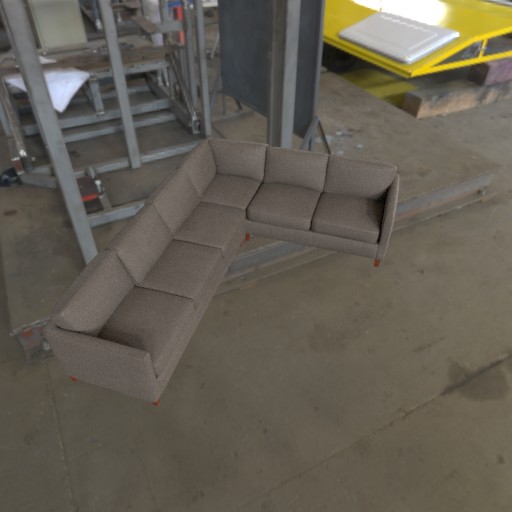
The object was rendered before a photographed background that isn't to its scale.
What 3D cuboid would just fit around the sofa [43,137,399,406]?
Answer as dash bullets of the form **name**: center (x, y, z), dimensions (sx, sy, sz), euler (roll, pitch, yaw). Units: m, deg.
- **sofa**: center (0.000, 0.000, 4.516), dimensions (2.593, 0.947, 3.302), euler (12, 43, 13)
